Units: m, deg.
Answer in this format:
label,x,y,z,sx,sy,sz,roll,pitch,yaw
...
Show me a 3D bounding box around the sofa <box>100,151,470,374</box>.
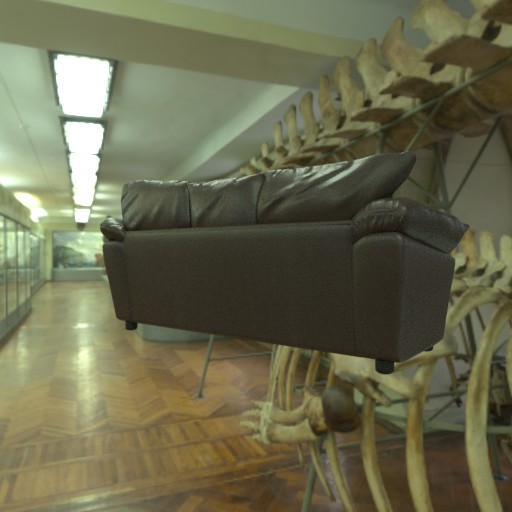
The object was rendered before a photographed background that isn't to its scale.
label,x,y,z,sx,sy,sz,roll,pitch,yaw
sofa,0.000,0.000,2.894,2.390,1.091,0.907,0,0,38
